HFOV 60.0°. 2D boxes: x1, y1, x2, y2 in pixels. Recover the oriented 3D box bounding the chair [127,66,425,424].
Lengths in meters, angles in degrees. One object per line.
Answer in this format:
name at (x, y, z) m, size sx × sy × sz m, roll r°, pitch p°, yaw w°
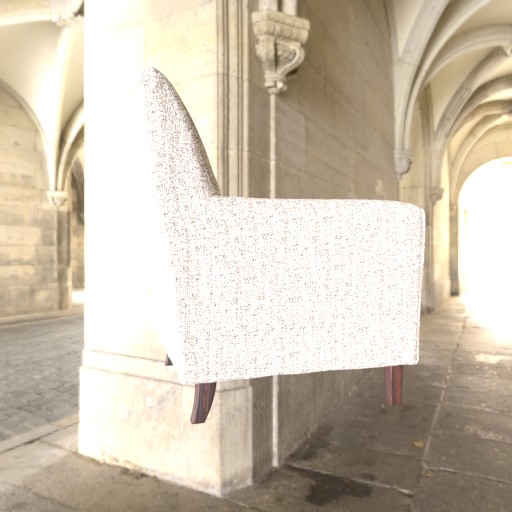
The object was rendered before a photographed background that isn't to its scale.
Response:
chair at (0.000, 0.000, 1.600) m, size 0.873 × 0.928 × 0.864 m, roll 0°, pitch 0°, yaw -18°
